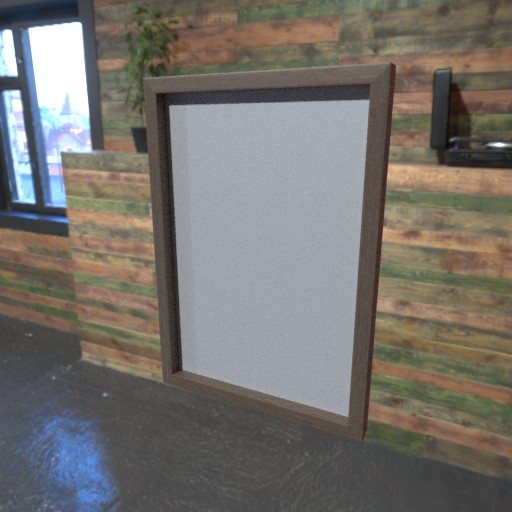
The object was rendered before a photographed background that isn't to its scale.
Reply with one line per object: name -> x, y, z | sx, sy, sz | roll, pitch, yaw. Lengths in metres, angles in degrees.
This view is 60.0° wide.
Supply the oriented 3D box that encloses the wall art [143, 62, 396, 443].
wall art -> 0.000, 0.000, 0.662 | 0.358, 0.510, 0.032 | 8, 18, 26
